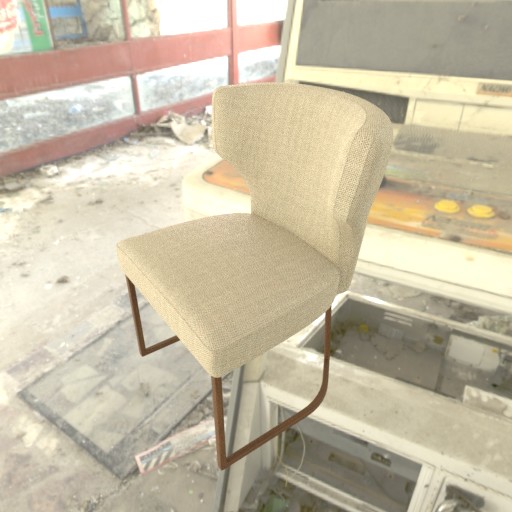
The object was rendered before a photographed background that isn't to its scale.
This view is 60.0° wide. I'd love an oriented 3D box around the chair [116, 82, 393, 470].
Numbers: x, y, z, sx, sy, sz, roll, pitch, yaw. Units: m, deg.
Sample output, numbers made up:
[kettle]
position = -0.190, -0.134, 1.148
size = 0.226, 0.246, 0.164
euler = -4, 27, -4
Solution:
[chair]
position = 0.000, 0.000, 1.239
size = 0.617, 0.824, 0.611
euler = -21, 37, -30
